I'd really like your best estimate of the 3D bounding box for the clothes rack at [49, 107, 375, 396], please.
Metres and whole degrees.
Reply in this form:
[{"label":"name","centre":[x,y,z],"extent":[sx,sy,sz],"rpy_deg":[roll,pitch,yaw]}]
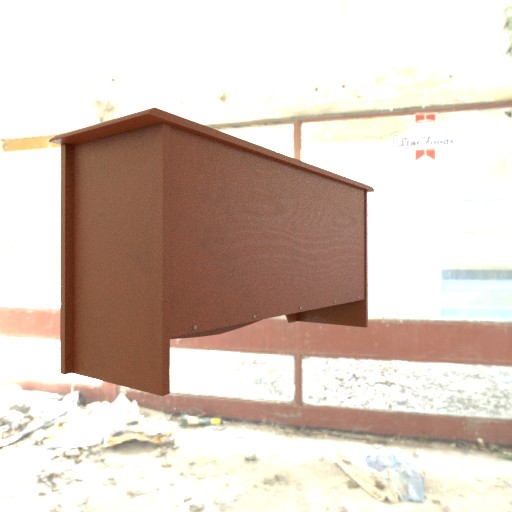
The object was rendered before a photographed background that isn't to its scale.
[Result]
[{"label":"clothes rack","centre":[0.000,0.000,1.493],"extent":[0.362,0.594,1.251],"rpy_deg":[0,0,35]}]
